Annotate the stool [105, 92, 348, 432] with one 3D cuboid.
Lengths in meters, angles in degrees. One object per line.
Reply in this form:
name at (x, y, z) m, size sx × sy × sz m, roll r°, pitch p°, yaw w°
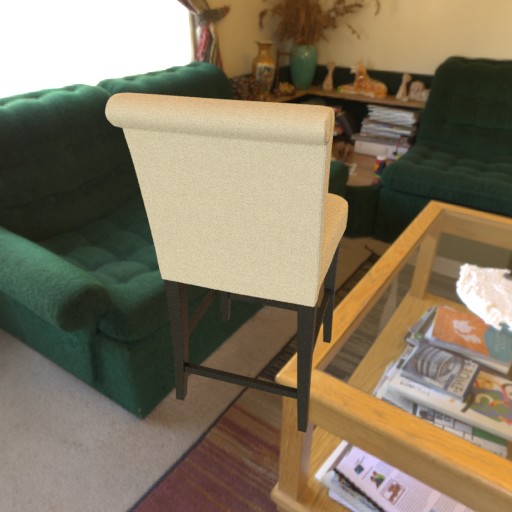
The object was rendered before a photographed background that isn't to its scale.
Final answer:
stool at (0.000, 0.000, 1.297) m, size 0.452 × 0.976 × 0.597 m, roll 9°, pitch 32°, yaw 15°
